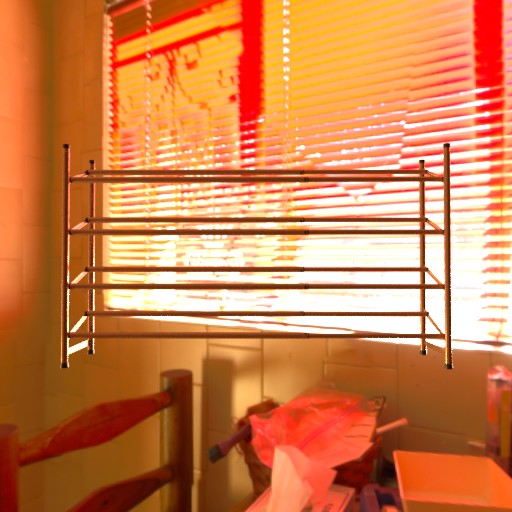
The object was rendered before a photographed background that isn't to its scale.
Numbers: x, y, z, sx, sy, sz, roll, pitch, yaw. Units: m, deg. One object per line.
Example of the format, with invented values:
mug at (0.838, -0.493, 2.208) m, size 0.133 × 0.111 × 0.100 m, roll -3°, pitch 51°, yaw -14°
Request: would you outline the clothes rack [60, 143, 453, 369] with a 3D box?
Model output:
clothes rack at (0.000, 0.000, 1.430) m, size 1.168 × 0.672 × 0.229 m, roll 0°, pitch -1°, yaw 1°
